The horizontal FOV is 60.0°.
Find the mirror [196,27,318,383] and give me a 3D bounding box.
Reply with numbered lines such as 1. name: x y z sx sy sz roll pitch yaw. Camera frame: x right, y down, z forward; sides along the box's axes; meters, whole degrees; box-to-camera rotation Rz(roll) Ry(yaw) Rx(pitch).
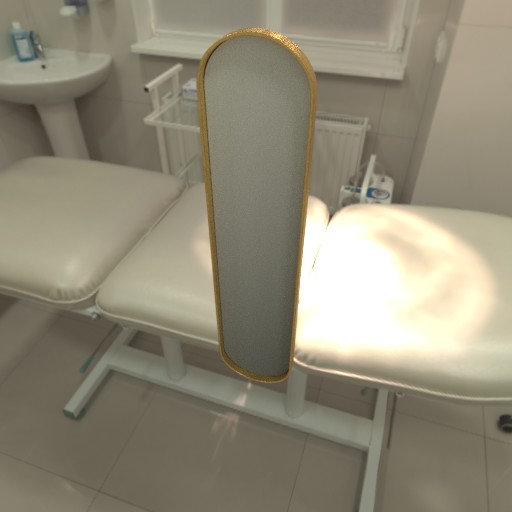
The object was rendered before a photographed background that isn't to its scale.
1. mirror: 0.000 0.000 1.058 0.222 0.991 0.032 12 42 14
